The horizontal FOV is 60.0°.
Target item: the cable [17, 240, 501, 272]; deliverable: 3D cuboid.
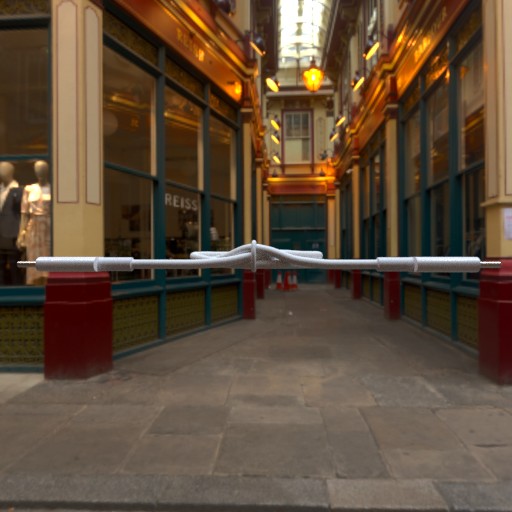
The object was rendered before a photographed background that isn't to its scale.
[{"bbox_3d":[0.000,0.000,0.218,0.203,0.014,0.070,0,0,2],"label":"cable"}]
